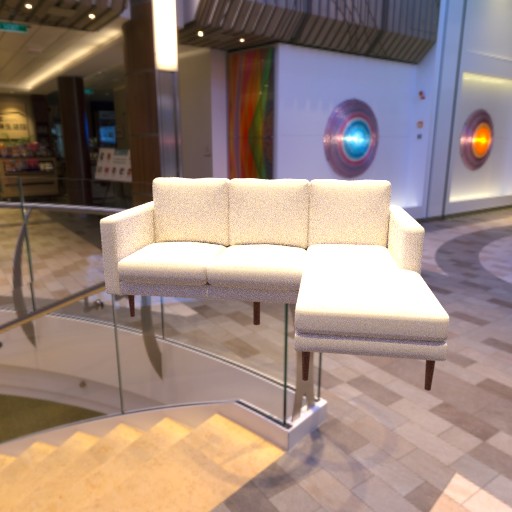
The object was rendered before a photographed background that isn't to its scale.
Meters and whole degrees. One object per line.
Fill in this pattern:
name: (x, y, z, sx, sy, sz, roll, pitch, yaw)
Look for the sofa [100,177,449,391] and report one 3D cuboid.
sofa: (0.000, 0.000, 2.877, 2.029, 0.899, 1.580, 2, 14, 9)
